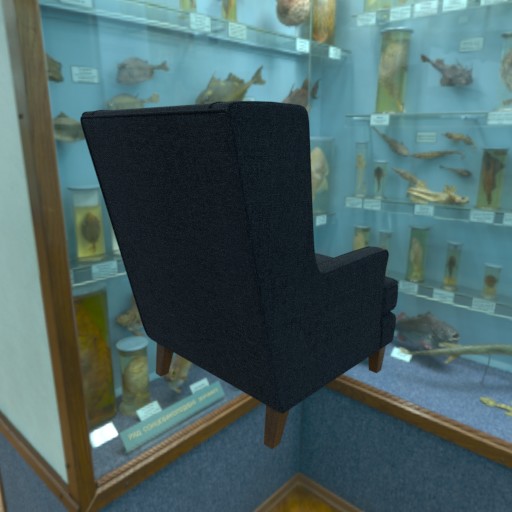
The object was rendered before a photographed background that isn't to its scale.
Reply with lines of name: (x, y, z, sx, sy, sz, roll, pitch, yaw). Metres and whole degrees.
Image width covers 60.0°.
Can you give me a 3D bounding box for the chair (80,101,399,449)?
chair: (0.000, 0.000, 1.714, 0.764, 1.072, 0.947, 15, 21, 42)
